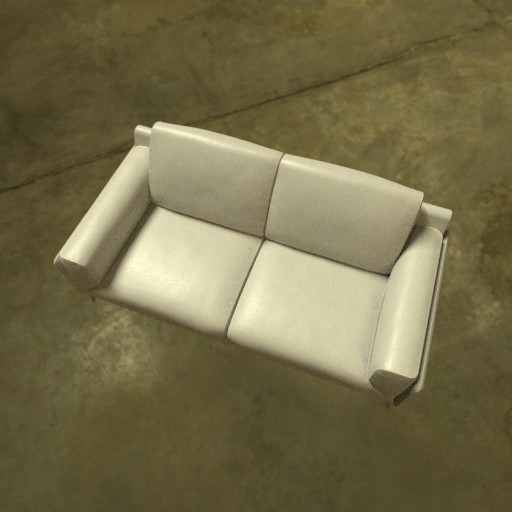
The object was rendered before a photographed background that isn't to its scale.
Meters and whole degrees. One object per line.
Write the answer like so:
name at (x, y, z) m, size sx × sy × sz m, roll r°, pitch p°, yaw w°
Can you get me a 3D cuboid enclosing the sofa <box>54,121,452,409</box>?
sofa at (0.000, 0.000, 2.669) m, size 2.101 × 0.930 × 1.049 m, roll 18°, pitch 61°, yaw 10°
